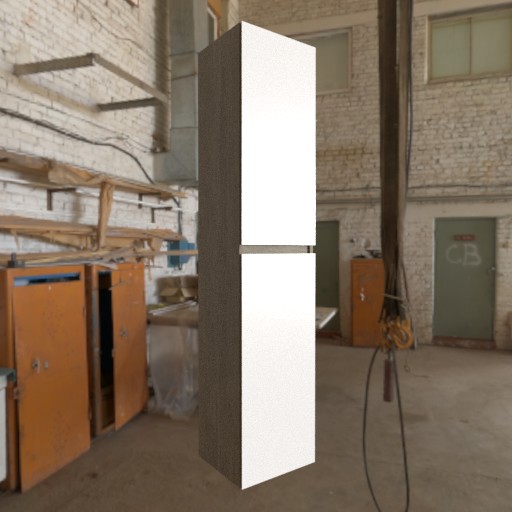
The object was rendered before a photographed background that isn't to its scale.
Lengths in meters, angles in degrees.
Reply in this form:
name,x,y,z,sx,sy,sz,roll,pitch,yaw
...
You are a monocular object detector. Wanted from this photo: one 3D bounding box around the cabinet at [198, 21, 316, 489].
name,x,y,z,sx,sy,sz,roll,pitch,yaw
cabinet,0.000,0.000,1.520,0.300,1.400,0.270,-1,1,-36
